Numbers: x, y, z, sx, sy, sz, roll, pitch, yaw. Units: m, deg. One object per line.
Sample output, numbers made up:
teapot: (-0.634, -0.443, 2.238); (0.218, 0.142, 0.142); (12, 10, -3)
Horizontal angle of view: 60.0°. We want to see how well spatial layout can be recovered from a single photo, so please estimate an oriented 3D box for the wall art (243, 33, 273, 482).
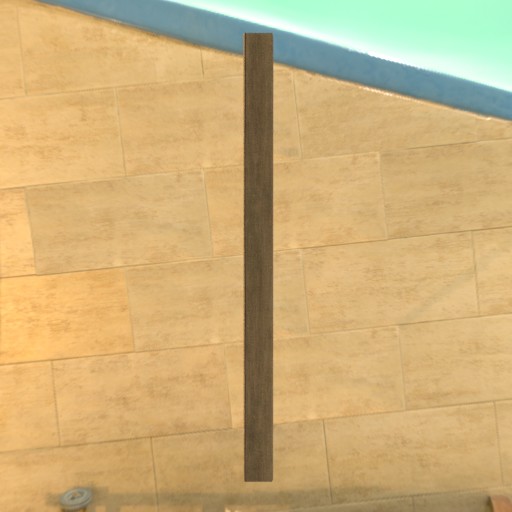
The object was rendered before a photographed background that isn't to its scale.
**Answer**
wall art: (0.000, 0.000, 1.113); (0.050, 0.751, 0.749); (0, 91, -1)
